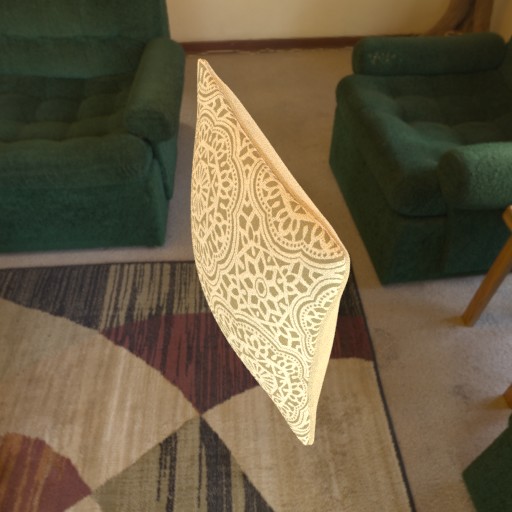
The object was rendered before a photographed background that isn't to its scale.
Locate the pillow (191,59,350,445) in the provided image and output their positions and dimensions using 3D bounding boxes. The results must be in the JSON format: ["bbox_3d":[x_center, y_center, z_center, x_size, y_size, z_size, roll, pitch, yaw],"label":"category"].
[{"bbox_3d":[0.000,0.000,0.663,0.167,0.421,0.438,-16,49,-15],"label":"pillow"}]
